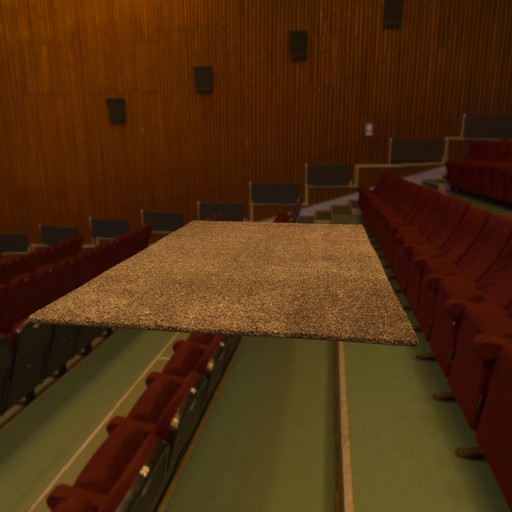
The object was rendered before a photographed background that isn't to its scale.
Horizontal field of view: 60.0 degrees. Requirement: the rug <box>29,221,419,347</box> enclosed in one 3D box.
[{"bbox_3d":[0.000,0.000,2.782,1.501,0.025,2.352,2,14,8],"label":"rug"}]
